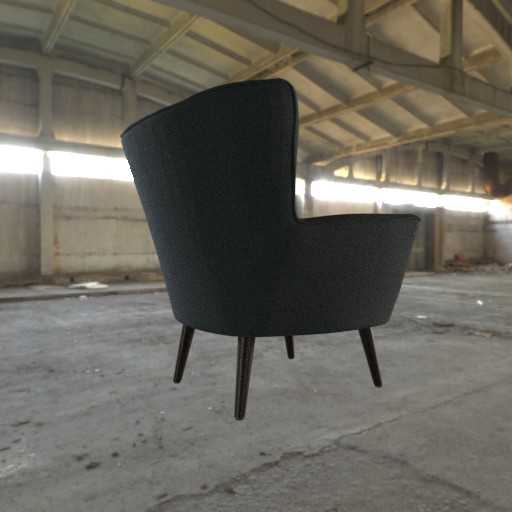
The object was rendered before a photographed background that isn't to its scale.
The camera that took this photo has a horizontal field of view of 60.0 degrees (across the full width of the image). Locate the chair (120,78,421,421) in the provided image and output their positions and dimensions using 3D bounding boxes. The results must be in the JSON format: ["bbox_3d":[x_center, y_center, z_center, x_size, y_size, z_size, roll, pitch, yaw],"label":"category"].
[{"bbox_3d":[0.000,0.000,1.562,0.888,0.933,0.781,-1,1,-35],"label":"chair"}]
